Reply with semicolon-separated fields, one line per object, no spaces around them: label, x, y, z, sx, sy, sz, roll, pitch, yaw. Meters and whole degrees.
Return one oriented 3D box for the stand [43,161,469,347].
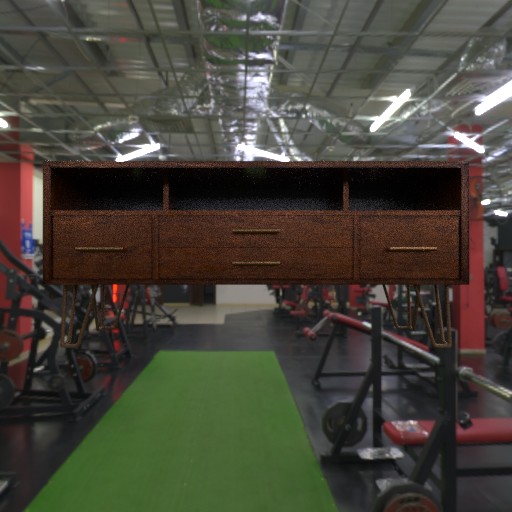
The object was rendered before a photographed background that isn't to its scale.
stand;0.000;0.000;1.656;1.372;0.610;0.481;0;0;0
